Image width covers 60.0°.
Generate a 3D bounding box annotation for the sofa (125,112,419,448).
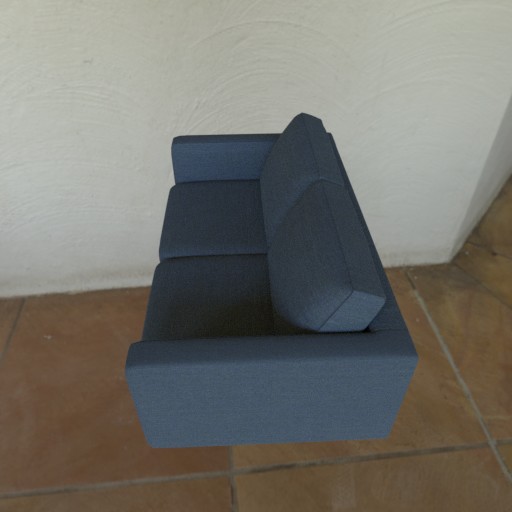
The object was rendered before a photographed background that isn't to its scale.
[{"bbox_3d":[0.000,0.000,2.219,0.999,0.907,1.659,-2,41,-2],"label":"sofa"}]
